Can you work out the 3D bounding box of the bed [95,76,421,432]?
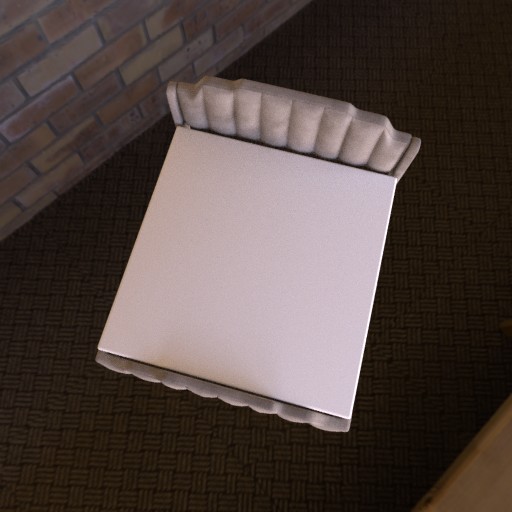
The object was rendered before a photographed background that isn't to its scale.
[{"bbox_3d":[0.000,0.000,3.620,2.074,1.245,2.340,14,74,4],"label":"bed"}]
